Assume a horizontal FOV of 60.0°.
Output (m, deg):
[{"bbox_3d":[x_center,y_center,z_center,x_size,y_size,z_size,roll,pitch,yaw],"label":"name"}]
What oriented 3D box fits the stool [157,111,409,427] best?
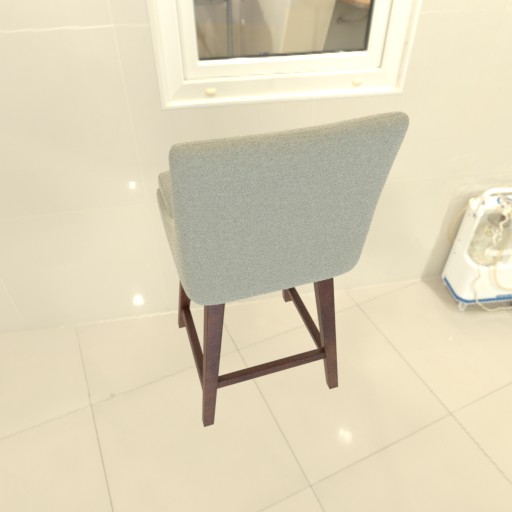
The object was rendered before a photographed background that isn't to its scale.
[{"bbox_3d":[0.000,0.000,1.260,0.469,0.991,0.559,-12,43,-13],"label":"stool"}]
